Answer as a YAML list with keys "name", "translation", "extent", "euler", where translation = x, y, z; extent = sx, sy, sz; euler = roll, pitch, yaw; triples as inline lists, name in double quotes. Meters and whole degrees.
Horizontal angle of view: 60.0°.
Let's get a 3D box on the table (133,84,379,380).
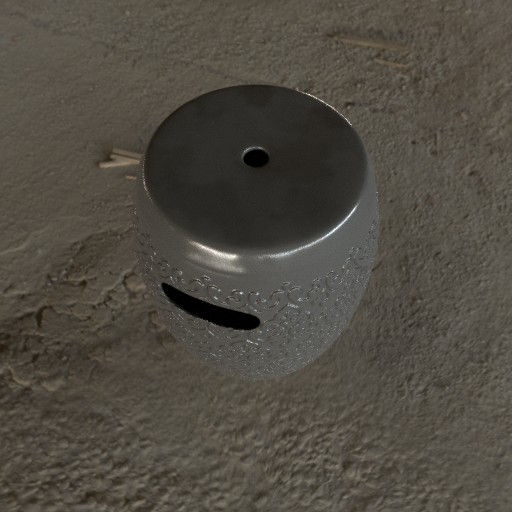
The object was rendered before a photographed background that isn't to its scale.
- name: "table"
  translation: [0.000, 0.000, 0.621]
  extent: [0.309, 0.397, 0.309]
  euler: [0, 59, 0]
